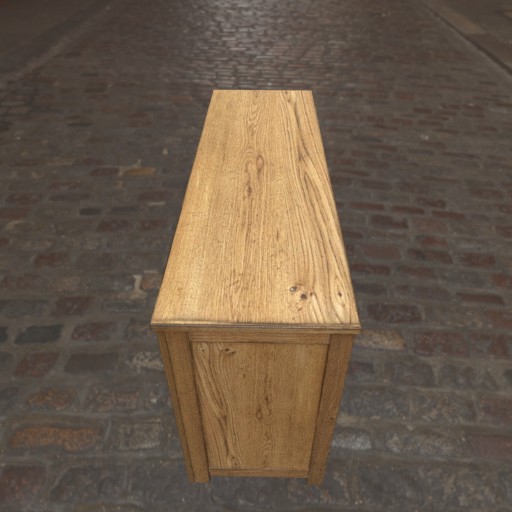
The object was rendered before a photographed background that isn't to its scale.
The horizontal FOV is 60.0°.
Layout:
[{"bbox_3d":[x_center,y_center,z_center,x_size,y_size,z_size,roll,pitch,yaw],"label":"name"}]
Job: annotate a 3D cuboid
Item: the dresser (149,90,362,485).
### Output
[{"bbox_3d":[0.000,0.000,2.036,0.563,0.932,1.657,1,40,1],"label":"dresser"}]
